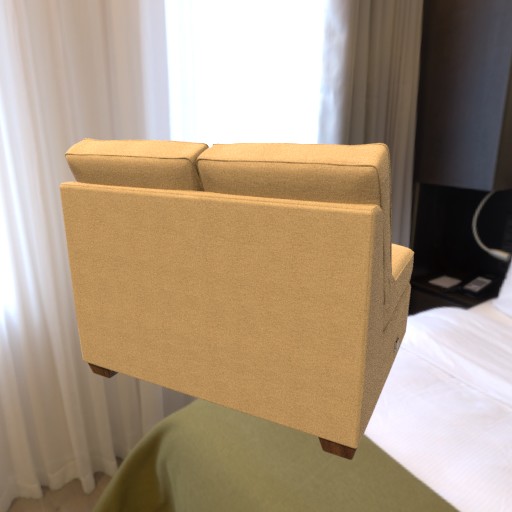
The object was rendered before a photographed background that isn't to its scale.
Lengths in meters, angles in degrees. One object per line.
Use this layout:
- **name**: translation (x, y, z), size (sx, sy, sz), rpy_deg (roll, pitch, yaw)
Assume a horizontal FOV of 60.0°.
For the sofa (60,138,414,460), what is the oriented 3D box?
- **sofa**: translation (0.000, 0.000, 1.953), size (1.232, 1.006, 0.978), rpy_deg (8, 18, 26)
